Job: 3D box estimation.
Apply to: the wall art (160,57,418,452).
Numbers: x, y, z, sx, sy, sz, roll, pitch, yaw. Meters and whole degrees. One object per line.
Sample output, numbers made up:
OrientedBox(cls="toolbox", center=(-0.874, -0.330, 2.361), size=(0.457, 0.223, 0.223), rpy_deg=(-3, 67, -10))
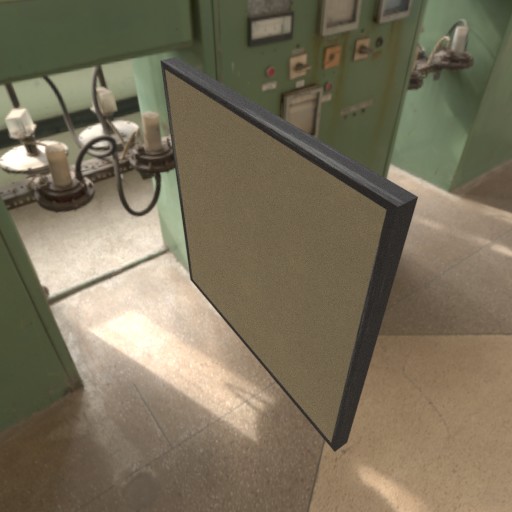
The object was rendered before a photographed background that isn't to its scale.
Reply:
OrientedBox(cls="wall art", center=(0.000, 0.000, 1.121), size=(0.043, 0.758, 0.762), rpy_deg=(-25, 47, -25))
